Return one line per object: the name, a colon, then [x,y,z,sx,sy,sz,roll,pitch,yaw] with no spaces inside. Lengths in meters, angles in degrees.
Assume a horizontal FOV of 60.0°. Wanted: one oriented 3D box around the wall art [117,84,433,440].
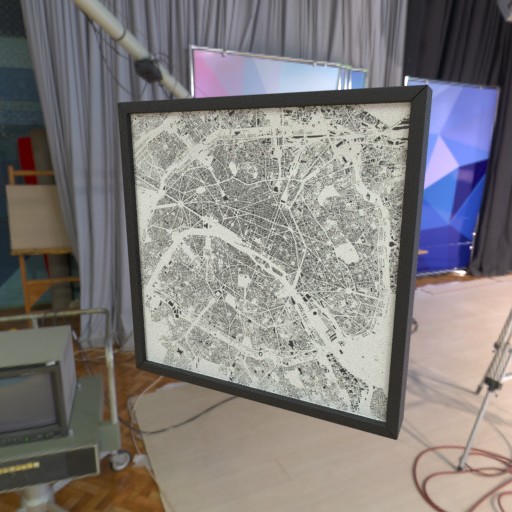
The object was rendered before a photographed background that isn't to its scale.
wall art: [0.000,0.000,0.448,0.305,0.305,0.037,7,15,26]
